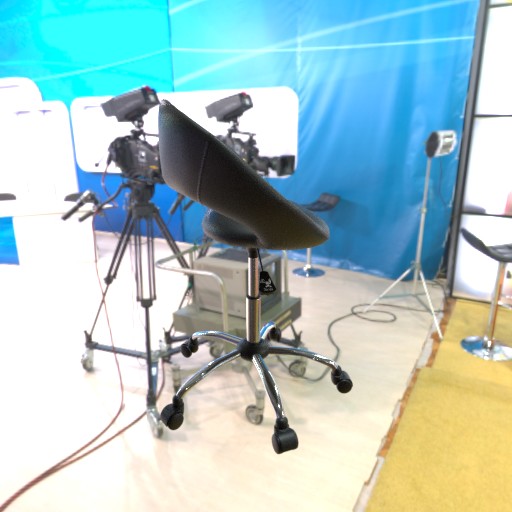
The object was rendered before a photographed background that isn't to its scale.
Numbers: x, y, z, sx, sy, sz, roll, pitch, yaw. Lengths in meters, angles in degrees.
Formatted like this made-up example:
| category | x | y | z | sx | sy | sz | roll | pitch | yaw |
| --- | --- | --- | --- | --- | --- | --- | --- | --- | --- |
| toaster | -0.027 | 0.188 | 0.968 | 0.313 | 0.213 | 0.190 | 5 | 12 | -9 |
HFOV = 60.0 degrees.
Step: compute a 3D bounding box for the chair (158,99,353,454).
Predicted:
| category | x | y | z | sx | sy | sz | roll | pitch | yaw |
| --- | --- | --- | --- | --- | --- | --- | --- | --- | --- |
| chair | 0.000 | 0.000 | 1.189 | 0.538 | 0.791 | 0.612 | -3 | 16 | -9 |
